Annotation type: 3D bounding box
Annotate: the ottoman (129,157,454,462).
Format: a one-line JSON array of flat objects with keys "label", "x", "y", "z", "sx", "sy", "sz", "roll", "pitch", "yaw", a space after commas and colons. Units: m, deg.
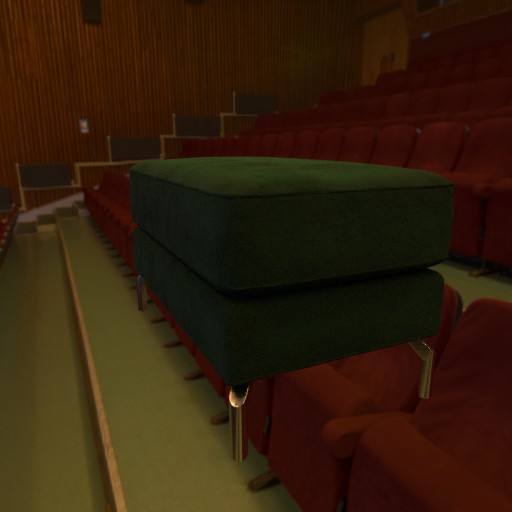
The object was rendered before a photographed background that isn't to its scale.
[{"label": "ottoman", "x": 0.000, "y": 0.000, "z": 1.238, "sx": 0.536, "sy": 0.533, "sz": 0.886, "roll": -7, "pitch": 16, "yaw": -25}]
